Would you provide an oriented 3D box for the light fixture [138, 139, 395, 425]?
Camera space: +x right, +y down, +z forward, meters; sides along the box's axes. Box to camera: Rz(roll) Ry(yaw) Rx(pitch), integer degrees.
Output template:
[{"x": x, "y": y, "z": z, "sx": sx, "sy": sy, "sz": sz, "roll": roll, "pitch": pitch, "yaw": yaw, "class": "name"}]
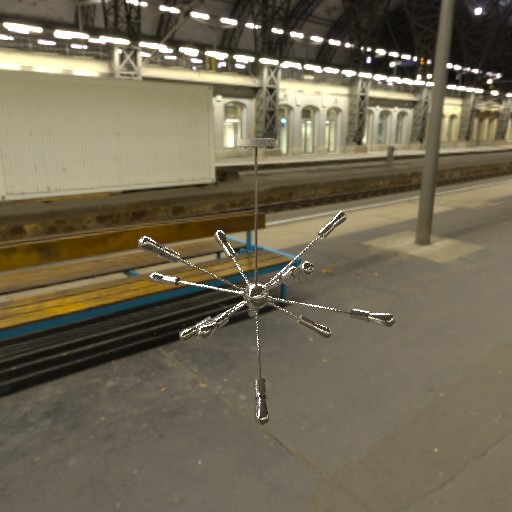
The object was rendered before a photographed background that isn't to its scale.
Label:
[{"x": 0.000, "y": 0.000, "z": 1.091, "sx": 0.684, "sy": 0.558, "sz": 0.509, "roll": 8, "pitch": 18, "yaw": 26, "class": "light fixture"}]
